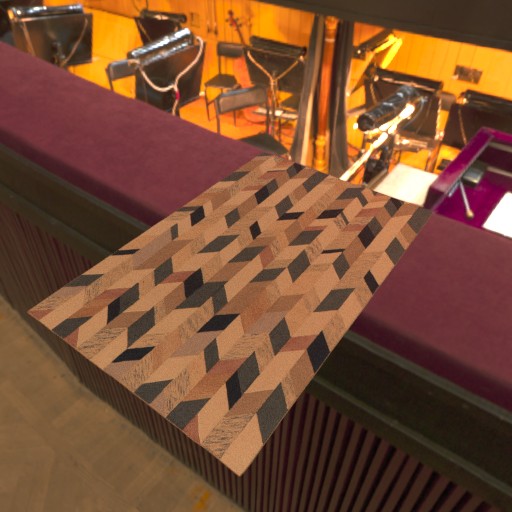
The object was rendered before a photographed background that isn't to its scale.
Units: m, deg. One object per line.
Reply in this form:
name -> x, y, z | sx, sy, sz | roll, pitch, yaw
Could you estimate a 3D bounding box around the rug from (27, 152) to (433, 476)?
rug -> 0.000, 0.000, 2.254 | 1.202, 0.006, 1.813 | 26, 48, 26
